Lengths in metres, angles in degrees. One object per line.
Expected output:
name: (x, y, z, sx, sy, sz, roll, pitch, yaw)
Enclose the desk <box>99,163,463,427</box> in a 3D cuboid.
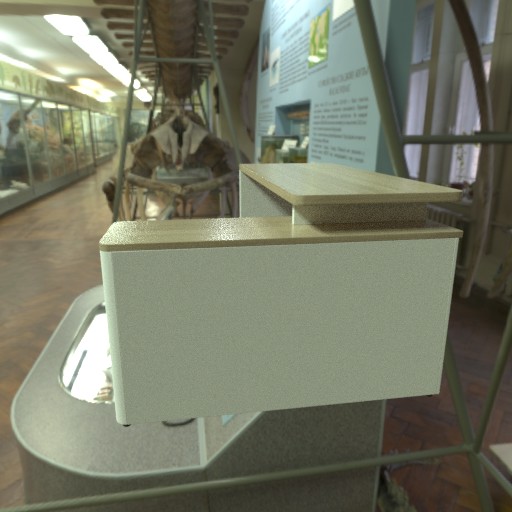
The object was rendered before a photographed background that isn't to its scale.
desk: (0.000, 0.000, 2.122, 1.175, 0.770, 1.400, -3, 16, -9)
